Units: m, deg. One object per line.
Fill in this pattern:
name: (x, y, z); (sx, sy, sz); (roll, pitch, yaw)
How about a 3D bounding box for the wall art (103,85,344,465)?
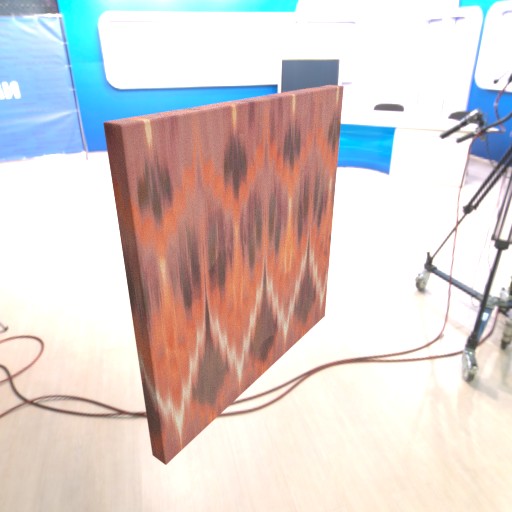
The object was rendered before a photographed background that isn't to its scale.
wall art: (0.000, 0.000, 0.905); (0.037, 0.609, 0.603); (18, 32, 32)
